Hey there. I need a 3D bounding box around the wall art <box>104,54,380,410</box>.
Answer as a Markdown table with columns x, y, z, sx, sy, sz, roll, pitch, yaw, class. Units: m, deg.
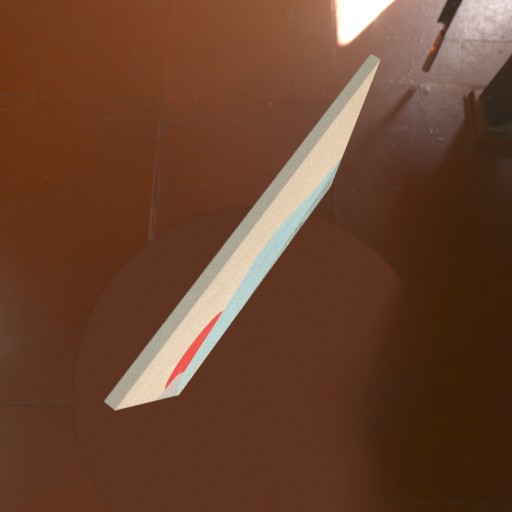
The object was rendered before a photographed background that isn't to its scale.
| x | y | z | sx | sy | sz | roll | pitch | yaw | class |
| --- | --- | --- | --- | --- | --- | --- | --- | --- | --- |
| 0.000 | 0.000 | 1.635 | 0.042 | 0.912 | 1.219 | 35 | 78 | 9 | wall art |
